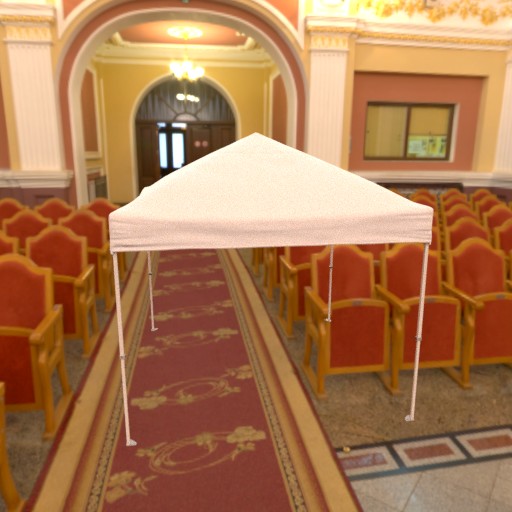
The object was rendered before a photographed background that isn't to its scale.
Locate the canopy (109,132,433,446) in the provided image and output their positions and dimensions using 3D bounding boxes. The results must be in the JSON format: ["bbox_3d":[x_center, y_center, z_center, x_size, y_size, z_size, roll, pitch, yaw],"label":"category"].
[{"bbox_3d":[0.000,0.000,5.581,2.998,2.997,2.996,-2,13,-8],"label":"canopy"}]
